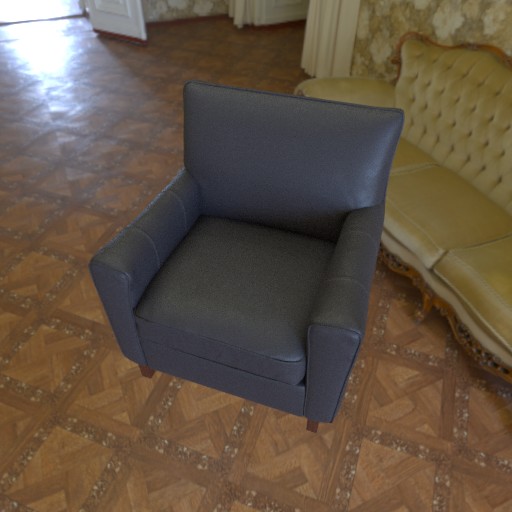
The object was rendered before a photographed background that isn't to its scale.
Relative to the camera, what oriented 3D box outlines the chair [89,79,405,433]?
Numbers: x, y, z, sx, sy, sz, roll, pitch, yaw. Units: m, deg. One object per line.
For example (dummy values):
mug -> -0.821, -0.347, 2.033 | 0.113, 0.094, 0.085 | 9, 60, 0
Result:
chair -> 0.000, 0.000, 1.646 | 0.870, 0.943, 0.825 | 13, 44, 14
